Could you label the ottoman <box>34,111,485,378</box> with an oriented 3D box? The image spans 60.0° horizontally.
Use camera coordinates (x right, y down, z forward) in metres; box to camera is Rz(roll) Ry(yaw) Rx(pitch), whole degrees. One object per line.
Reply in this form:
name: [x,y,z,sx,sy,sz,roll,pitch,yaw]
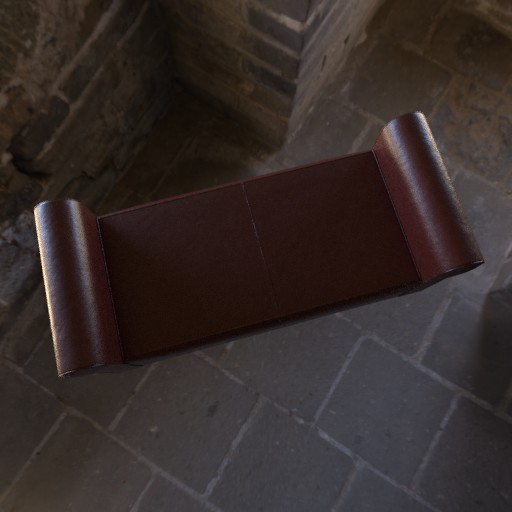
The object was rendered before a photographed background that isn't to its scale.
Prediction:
ottoman: [0.000,0.000,1.530,1.256,0.547,0.521,-15,76,-4]
